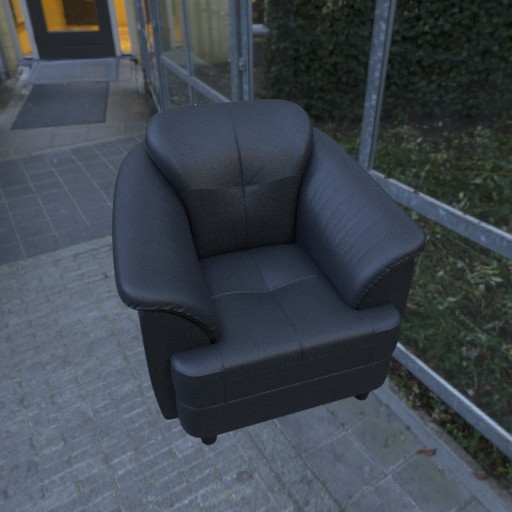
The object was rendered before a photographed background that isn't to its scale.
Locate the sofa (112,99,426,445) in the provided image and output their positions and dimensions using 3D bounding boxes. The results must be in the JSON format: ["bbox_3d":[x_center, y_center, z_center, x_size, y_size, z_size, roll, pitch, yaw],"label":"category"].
[{"bbox_3d":[0.000,0.000,1.451,0.870,0.811,0.794,-10,35,-15],"label":"sofa"}]
